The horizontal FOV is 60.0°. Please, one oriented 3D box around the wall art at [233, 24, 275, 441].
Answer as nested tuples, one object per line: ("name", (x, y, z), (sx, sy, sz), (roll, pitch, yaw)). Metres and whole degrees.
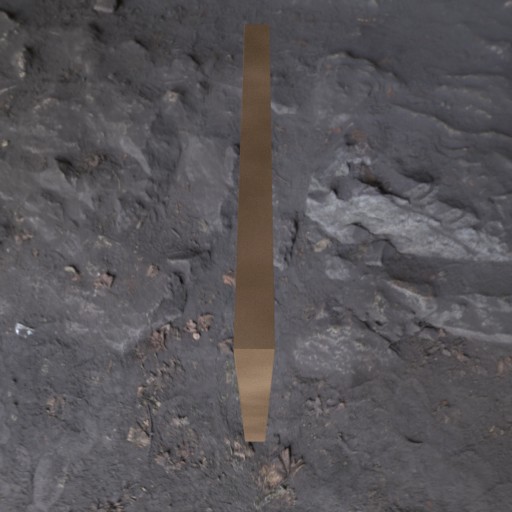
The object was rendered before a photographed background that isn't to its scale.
("wall art", (0.000, 0.000, 0.757), (0.038, 0.511, 0.513), (0, 59, 0))
